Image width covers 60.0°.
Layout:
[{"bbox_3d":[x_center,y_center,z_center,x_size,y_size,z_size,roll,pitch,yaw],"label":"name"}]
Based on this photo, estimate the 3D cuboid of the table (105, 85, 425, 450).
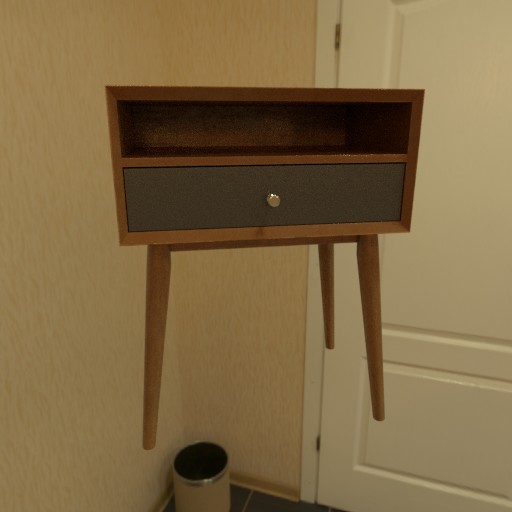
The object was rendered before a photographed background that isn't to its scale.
[{"bbox_3d":[0.000,0.000,0.839,0.454,0.580,0.307,-3,17,-10],"label":"table"}]
